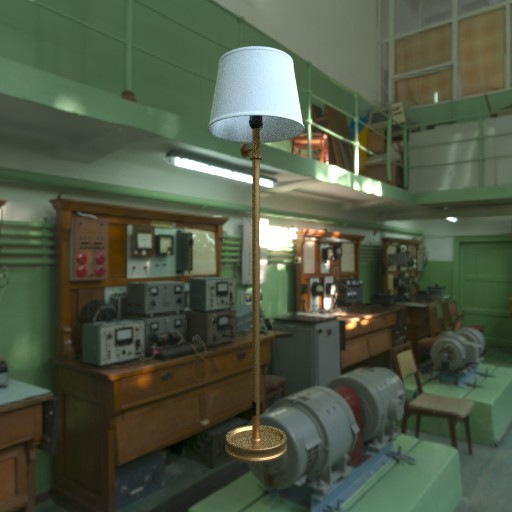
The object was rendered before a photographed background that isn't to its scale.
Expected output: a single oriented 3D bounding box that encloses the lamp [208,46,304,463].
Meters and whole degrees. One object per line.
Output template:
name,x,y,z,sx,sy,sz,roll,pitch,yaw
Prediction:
lamp,0.000,0.000,0.818,0.178,0.710,0.178,0,0,0
